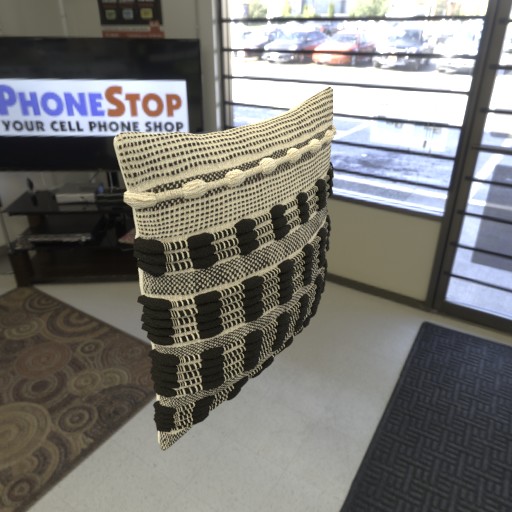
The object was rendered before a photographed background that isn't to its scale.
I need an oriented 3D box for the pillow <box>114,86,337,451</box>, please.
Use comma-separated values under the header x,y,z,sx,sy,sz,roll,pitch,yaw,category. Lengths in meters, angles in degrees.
x,y,z,sx,sy,sz,roll,pitch,yaw,category
0.000,0.000,0.667,0.156,0.438,0.436,19,33,31,pillow
